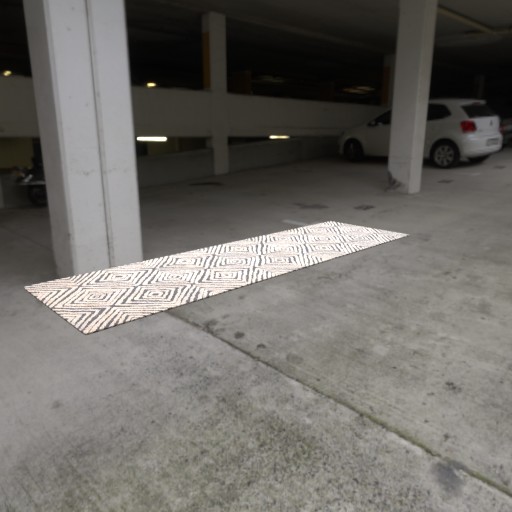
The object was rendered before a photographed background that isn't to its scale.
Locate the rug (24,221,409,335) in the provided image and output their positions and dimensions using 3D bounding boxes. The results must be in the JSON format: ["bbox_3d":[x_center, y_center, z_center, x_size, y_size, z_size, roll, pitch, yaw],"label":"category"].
[{"bbox_3d":[0.000,0.000,2.532,2.277,0.008,0.676,-14,21,-42],"label":"rug"}]
